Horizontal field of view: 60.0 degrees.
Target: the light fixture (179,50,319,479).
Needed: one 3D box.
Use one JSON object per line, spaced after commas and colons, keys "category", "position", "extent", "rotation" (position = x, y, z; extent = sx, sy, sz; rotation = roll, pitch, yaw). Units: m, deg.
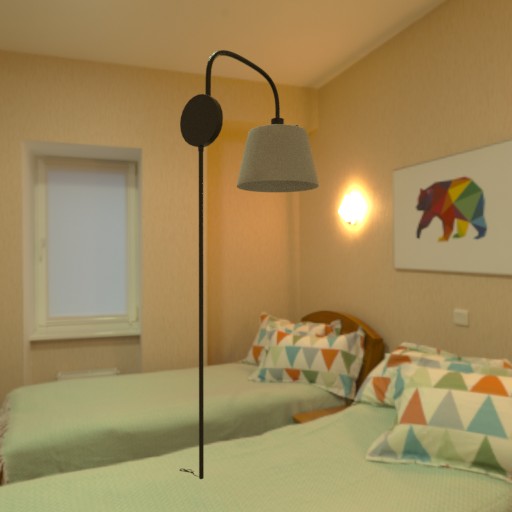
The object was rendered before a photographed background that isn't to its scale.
{"category": "light fixture", "position": [0.000, 0.000, 0.466], "extent": [0.092, 0.399, 0.176], "rotation": [0, 1, 35]}
